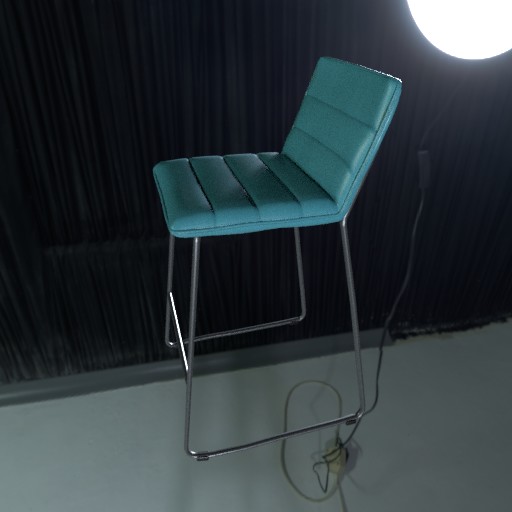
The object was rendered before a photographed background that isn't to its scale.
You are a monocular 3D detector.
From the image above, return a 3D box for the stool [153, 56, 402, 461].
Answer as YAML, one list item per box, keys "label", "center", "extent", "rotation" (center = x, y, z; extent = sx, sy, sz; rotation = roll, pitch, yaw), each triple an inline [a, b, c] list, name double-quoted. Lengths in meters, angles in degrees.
- label: "stool"
  center: [0.000, 0.000, 1.191]
  extent: [0.524, 0.936, 0.489]
  rotation: [-9, 32, -14]
